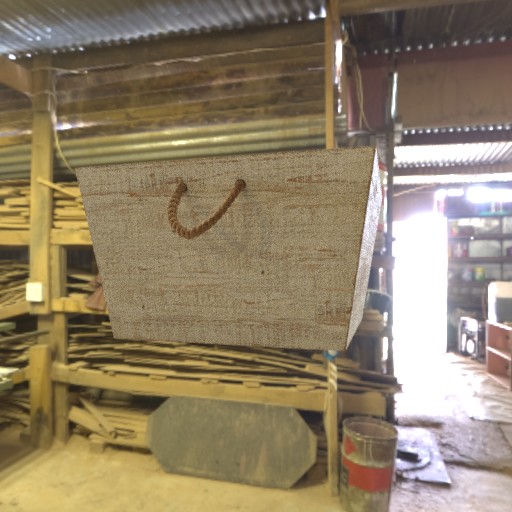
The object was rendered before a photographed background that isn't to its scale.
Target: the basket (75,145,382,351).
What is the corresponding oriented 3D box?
[{"bbox_3d":[0.000,0.000,0.765,0.413,0.247,0.545,0,-1,17],"label":"basket"}]
